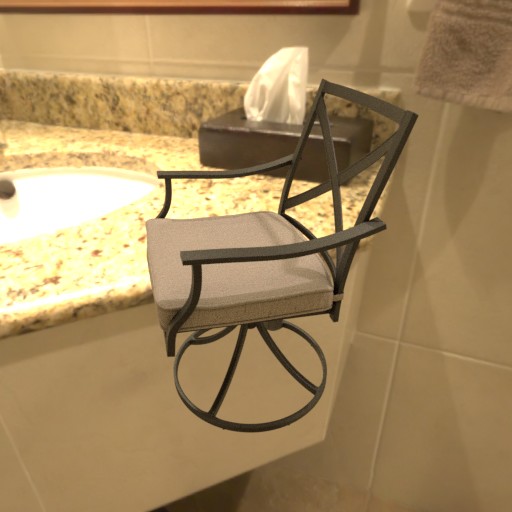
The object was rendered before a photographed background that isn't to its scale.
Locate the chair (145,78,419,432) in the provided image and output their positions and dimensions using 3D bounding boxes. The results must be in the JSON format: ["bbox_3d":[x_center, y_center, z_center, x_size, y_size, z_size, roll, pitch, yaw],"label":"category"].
[{"bbox_3d":[0.000,0.000,1.304,0.620,0.889,0.575,-8,31,-14],"label":"chair"}]
